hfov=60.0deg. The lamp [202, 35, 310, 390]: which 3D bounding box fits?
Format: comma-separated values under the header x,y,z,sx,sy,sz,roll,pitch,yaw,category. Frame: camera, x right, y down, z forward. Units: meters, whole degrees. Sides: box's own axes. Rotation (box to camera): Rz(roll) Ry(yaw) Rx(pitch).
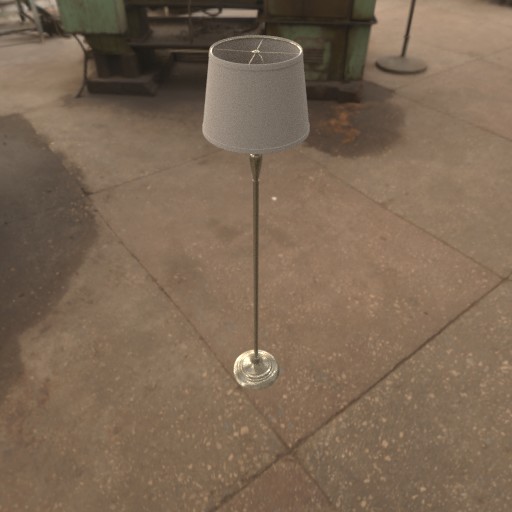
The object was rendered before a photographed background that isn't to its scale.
x,y,z,sx,sy,sz,roll,pitch,yaw,category
0.000,0.000,1.705,0.327,1.506,0.327,-25,47,-25,lamp
